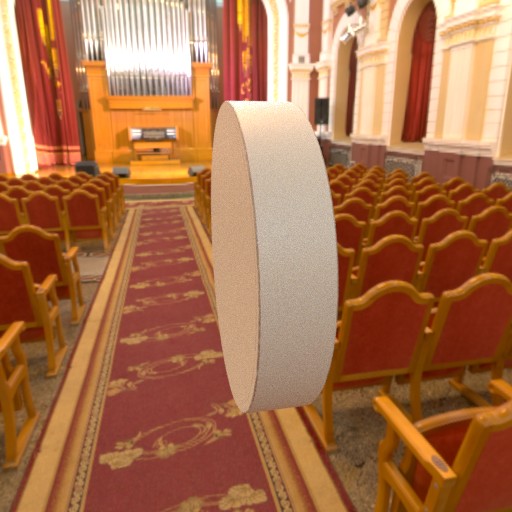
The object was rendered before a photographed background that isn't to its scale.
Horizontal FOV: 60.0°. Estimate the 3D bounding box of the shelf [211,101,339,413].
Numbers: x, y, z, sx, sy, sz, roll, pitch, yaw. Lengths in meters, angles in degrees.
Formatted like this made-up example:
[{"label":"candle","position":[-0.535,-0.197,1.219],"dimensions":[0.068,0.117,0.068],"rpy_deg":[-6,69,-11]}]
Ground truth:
[{"label":"shelf","position":[0.000,0.000,1.223],"dimensions":[0.158,0.807,0.806],"rpy_deg":[-3,17,-11]}]
